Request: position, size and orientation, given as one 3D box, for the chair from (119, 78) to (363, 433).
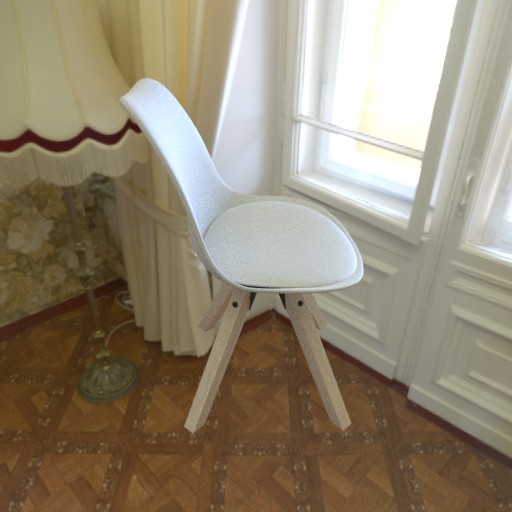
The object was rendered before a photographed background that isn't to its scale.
[{"bbox_3d":[0.000,0.000,1.172,0.550,0.850,0.485,-1,32,-1],"label":"chair"}]
